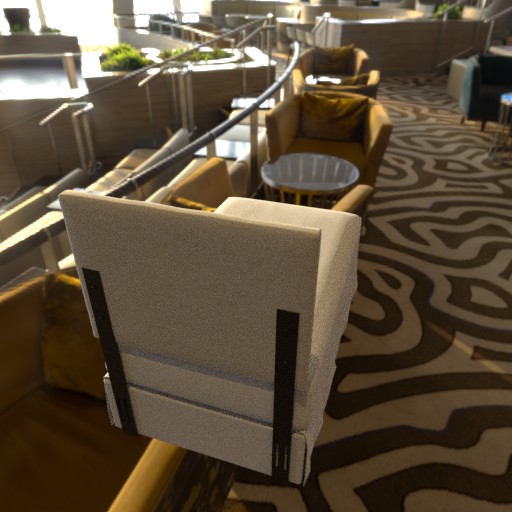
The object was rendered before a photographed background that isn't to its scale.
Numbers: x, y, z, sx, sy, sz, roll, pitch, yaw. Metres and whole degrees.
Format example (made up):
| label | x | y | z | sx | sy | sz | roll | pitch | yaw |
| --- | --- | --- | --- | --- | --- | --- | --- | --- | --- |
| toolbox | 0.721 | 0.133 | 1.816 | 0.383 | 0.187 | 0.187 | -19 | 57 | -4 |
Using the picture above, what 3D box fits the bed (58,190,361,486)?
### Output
| label | x | y | z | sx | sy | sz | roll | pitch | yaw |
| --- | --- | --- | --- | --- | --- | --- | --- | --- | --- |
| bed | 0.000 | 0.000 | 2.928 | 1.261 | 1.571 | 1.997 | 10 | 34 | 16 |
